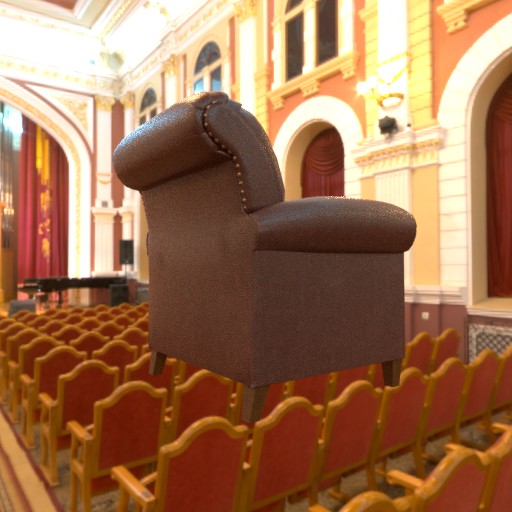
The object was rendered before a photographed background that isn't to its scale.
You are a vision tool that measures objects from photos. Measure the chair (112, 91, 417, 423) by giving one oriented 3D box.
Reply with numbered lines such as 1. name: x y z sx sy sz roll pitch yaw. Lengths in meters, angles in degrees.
1. chair: 0.000 0.000 1.647 0.890 0.927 0.854 1 -2 -36
